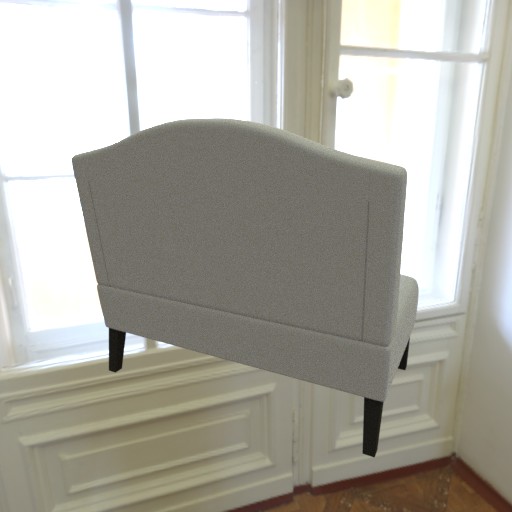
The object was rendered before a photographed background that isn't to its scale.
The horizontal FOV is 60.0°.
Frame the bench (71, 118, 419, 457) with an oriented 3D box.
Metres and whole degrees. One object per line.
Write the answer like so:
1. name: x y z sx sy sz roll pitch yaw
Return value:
1. bench: 0.000 0.000 1.993 1.335 1.180 0.815 8 19 26
